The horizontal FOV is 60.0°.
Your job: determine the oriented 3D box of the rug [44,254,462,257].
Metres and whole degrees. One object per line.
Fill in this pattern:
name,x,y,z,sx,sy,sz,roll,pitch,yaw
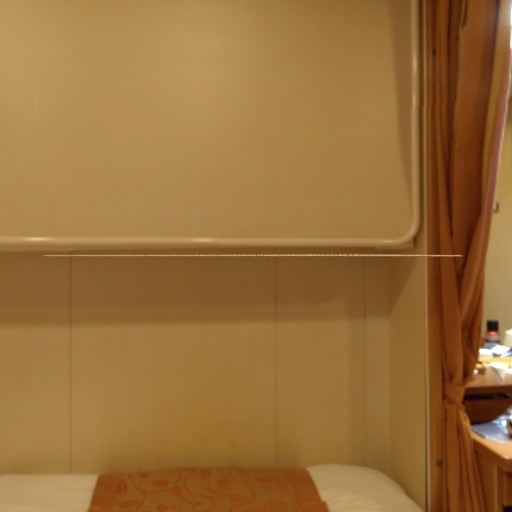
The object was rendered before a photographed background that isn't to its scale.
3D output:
rug,0.000,0.000,4.080,3.034,0.012,2.406,0,0,37
